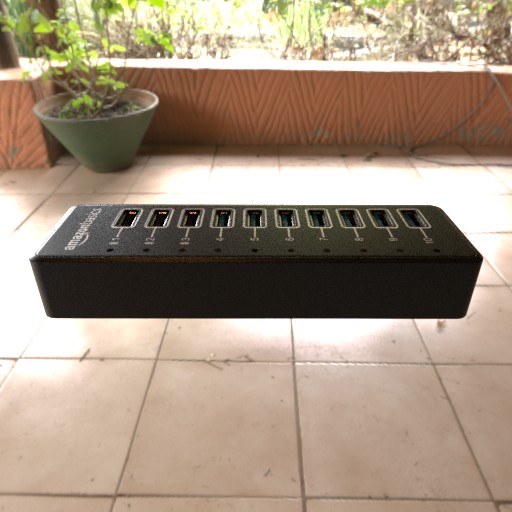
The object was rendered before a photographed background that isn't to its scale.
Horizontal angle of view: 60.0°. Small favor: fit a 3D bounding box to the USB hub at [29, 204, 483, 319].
[{"bbox_3d":[0.000,0.000,0.162,0.145,0.023,0.044,0,31,0],"label":"USB hub"}]
